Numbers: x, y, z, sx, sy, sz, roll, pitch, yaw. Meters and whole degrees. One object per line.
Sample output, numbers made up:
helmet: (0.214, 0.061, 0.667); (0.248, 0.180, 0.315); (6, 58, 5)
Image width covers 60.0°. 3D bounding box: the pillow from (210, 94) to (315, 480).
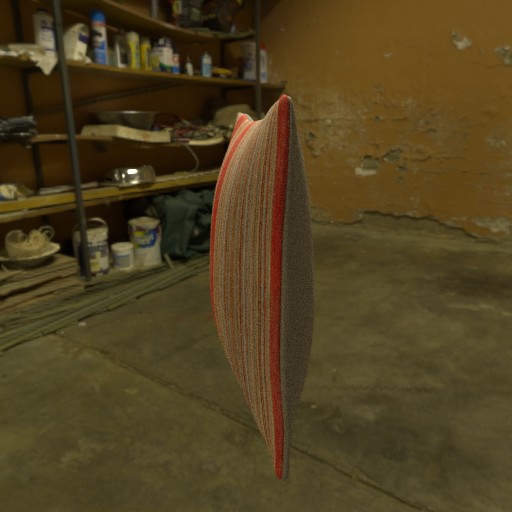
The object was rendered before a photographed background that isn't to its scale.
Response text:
pillow: (0.000, 0.000, 0.652); (0.136, 0.419, 0.437); (-2, 16, -8)
